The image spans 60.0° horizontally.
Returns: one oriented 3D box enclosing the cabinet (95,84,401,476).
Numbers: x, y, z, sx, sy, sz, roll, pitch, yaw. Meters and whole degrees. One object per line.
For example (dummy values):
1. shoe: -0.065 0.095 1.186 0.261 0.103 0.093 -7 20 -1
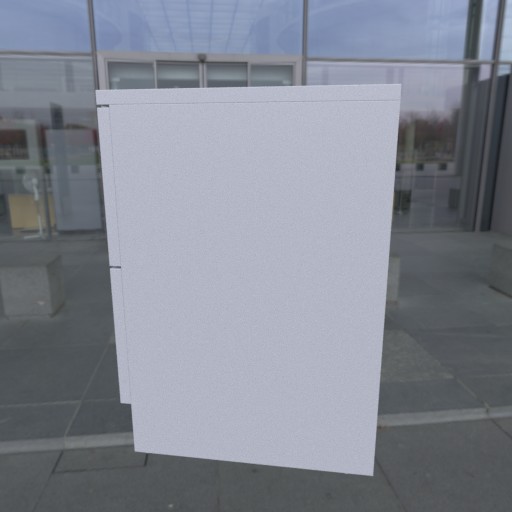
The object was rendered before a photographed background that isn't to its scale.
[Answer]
1. cabinet: 0.000 0.000 0.726 0.360 0.470 0.400 2 14 8
